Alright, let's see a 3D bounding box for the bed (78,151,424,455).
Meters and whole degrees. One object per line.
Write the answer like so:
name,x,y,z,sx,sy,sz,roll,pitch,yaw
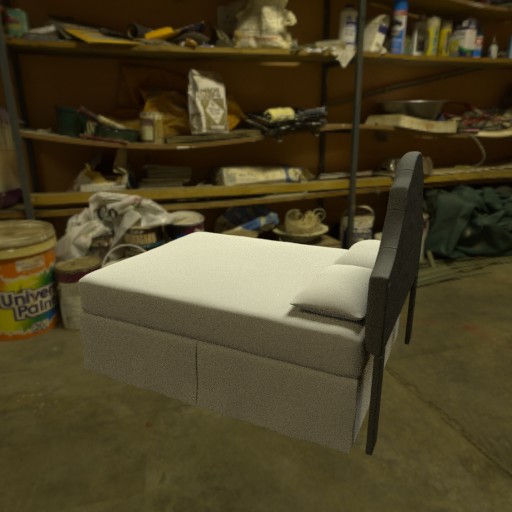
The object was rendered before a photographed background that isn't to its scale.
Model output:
bed,0.000,0.000,3.293,2.155,1.575,1.636,8,19,25
